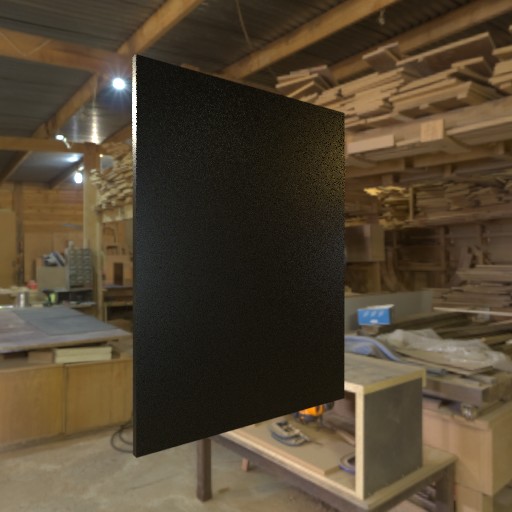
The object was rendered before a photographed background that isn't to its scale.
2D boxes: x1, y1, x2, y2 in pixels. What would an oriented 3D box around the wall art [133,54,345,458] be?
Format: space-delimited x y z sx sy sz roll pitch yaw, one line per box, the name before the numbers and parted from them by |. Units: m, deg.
wall art | 0.000 0.000 0.777 0.442 0.582 0.013 0 0 -37
